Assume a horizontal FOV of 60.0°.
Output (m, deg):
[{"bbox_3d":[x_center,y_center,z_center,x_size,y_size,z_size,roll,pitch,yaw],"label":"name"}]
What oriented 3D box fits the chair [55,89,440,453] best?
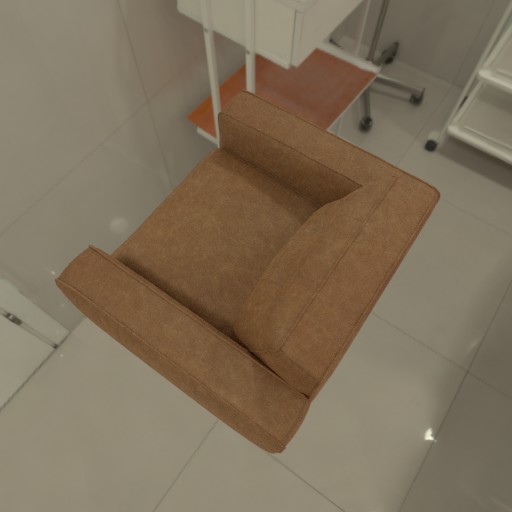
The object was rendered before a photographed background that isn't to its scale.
[{"bbox_3d":[0.000,0.000,1.728,0.952,0.782,1.118,32,68,15],"label":"chair"}]
